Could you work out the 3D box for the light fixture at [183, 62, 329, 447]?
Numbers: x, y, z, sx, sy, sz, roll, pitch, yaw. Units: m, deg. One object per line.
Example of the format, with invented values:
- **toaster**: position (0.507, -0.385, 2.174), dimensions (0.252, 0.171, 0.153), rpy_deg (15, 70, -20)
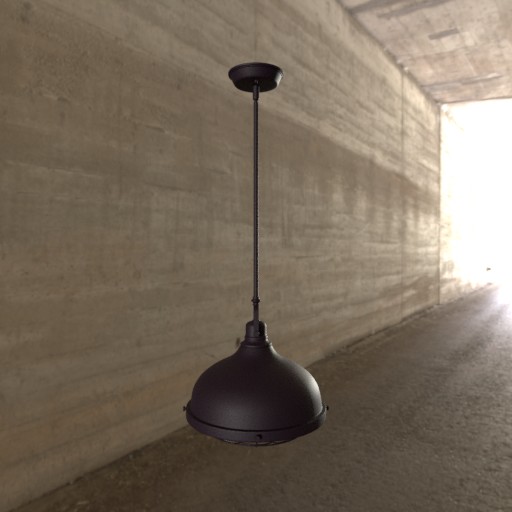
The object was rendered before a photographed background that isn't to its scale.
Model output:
- **light fixture**: position (0.000, 0.000, 1.038), dimensions (0.341, 0.849, 0.341), rpy_deg (0, 0, -1)
